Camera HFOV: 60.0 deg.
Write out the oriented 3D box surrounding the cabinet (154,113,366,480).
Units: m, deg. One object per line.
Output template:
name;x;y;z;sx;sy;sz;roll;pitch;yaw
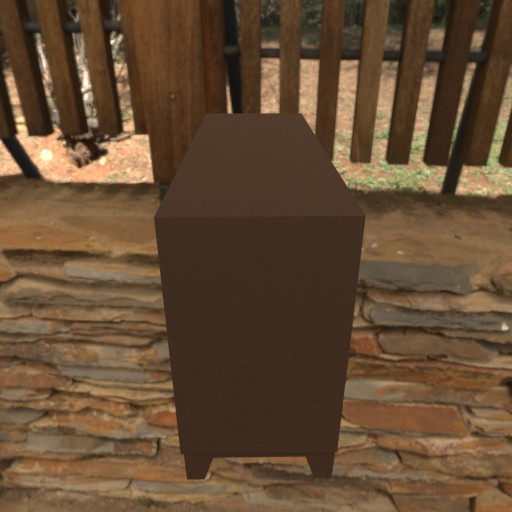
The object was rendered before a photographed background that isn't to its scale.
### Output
cabinet;0.000;0.000;1.836;0.482;0.914;1.396;0;27;-1
